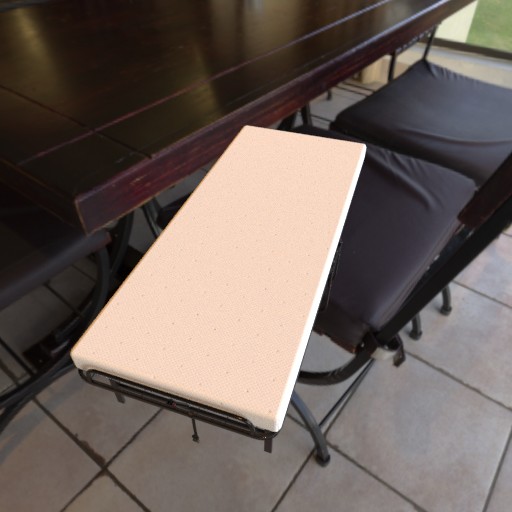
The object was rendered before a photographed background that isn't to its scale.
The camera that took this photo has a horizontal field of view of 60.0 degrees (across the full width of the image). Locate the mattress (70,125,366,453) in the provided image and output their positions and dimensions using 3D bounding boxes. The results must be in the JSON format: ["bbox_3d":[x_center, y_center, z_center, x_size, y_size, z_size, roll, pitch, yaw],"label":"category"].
[{"bbox_3d":[0.000,0.000,2.558,0.922,0.519,2.153,13,44,14],"label":"mattress"}]
